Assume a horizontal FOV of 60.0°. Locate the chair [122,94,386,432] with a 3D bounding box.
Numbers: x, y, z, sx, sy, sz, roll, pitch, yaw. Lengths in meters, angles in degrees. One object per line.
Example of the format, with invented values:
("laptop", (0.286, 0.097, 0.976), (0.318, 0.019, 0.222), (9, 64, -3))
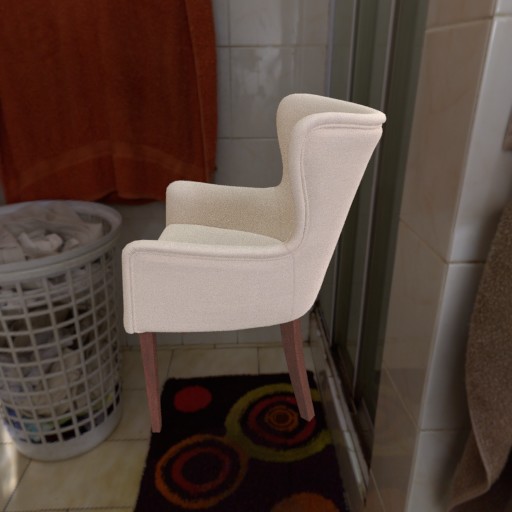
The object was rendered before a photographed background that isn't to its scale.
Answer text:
("chair", (0.000, 0.000, 1.496), (0.744, 0.990, 0.696), (0, 24, 0))
